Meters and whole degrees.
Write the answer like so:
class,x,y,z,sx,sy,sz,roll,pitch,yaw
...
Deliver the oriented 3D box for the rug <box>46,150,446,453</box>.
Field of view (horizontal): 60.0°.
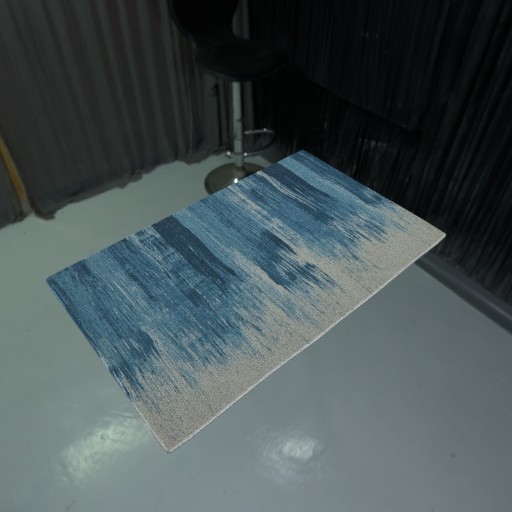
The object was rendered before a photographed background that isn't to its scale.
class,x,y,z,sx,sy,sz,roll,pitch,yaw
rug,0.000,0.000,3.133,2.450,0.027,1.540,-31,53,-27
